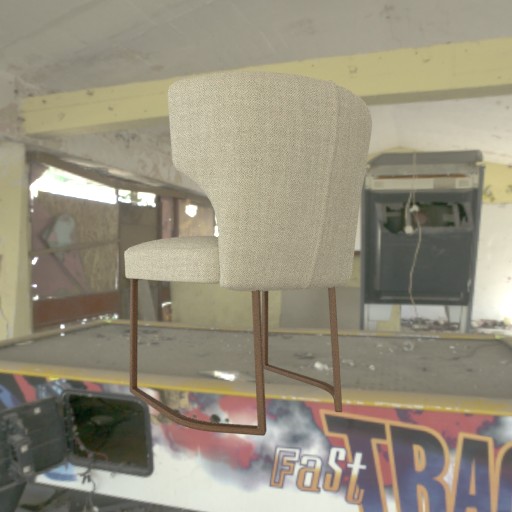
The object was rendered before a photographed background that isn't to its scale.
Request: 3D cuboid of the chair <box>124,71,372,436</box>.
[{"bbox_3d":[0.000,0.000,1.256,0.611,0.824,0.617,0,-1,-36],"label":"chair"}]
